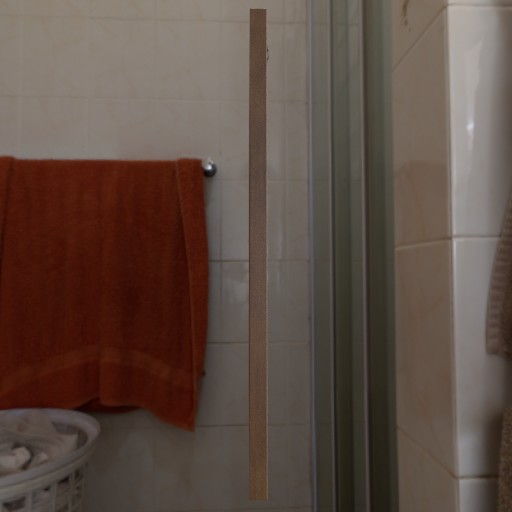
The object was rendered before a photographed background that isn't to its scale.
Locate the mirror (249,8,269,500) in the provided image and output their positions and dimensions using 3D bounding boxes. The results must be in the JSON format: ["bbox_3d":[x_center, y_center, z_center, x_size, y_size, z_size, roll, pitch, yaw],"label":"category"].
[{"bbox_3d":[0.000,0.000,1.296,0.040,1.016,0.762,0,-2,-1],"label":"mirror"}]
